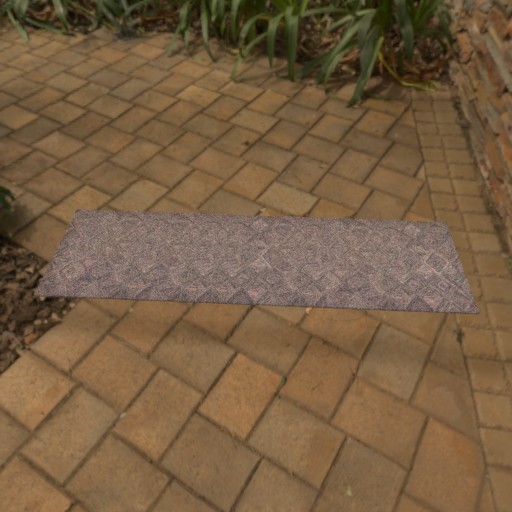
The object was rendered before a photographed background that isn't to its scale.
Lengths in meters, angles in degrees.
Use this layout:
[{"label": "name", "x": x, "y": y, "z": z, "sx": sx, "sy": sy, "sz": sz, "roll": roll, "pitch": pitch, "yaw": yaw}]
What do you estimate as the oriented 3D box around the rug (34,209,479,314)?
[{"label": "rug", "x": 0.000, "y": 0.000, "z": 2.511, "sx": 2.296, "sy": 0.011, "sz": 0.691, "roll": 2, "pitch": 47, "yaw": 2}]
